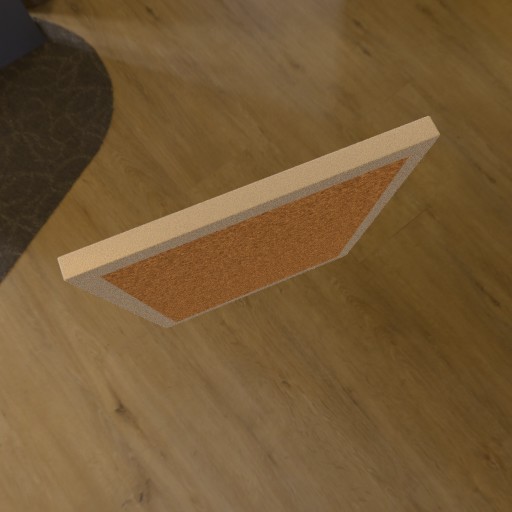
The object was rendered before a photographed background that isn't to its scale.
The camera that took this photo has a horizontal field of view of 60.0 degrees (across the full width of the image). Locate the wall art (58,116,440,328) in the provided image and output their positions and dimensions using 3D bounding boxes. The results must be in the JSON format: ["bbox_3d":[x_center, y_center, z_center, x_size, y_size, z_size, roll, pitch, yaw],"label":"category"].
[{"bbox_3d":[0.000,0.000,0.765,0.454,0.556,0.028,-22,77,-5],"label":"wall art"}]
